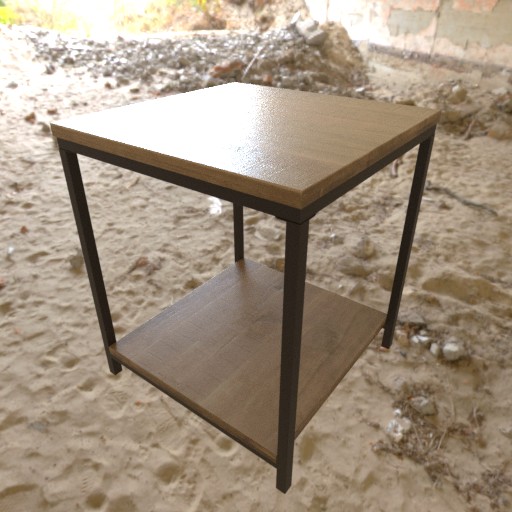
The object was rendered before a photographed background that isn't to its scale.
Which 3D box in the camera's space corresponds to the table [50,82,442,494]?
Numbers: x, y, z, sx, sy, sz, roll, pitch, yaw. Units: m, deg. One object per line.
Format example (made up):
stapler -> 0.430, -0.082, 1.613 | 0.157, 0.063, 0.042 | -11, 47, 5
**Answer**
table -> 0.000, 0.000, 0.952 | 0.507, 0.589, 0.503 | 21, 37, 31
